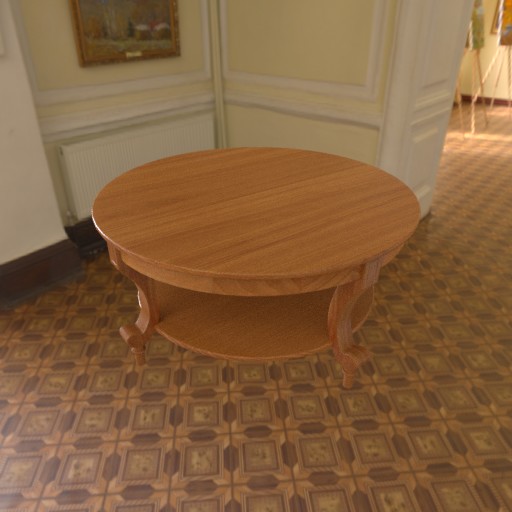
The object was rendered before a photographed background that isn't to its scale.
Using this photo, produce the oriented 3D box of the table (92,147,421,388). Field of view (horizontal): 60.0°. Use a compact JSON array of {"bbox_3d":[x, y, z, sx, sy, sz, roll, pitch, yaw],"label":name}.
[{"bbox_3d":[0.000,0.000,1.569,1.029,0.490,1.029,0,30,0],"label":"table"}]
